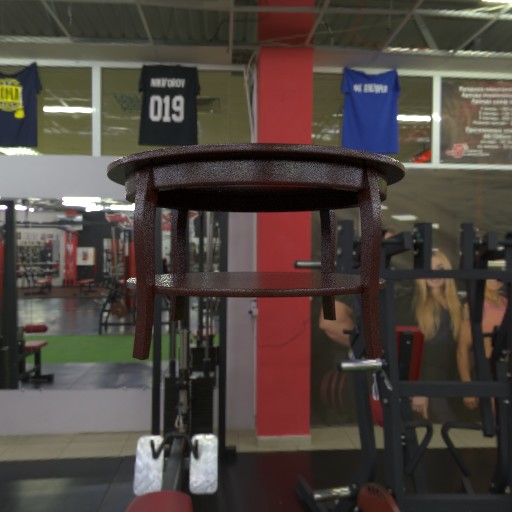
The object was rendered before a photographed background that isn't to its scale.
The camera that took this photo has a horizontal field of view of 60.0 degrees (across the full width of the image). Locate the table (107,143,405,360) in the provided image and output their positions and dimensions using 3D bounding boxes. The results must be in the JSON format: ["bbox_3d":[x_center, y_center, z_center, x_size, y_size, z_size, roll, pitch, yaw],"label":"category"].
[{"bbox_3d":[0.000,0.000,1.431,0.911,0.512,0.911,0,1,0],"label":"table"}]
